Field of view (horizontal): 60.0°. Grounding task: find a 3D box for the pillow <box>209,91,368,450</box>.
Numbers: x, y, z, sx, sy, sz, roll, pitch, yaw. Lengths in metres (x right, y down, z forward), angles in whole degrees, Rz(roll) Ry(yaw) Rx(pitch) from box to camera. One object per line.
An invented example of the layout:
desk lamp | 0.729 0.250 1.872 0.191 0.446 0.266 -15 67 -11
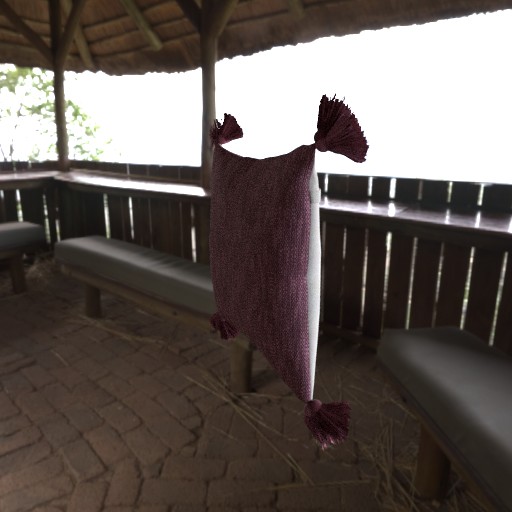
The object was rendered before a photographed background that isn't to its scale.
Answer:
pillow | 0.000 0.000 0.994 0.138 0.659 0.641 -7 16 -24
